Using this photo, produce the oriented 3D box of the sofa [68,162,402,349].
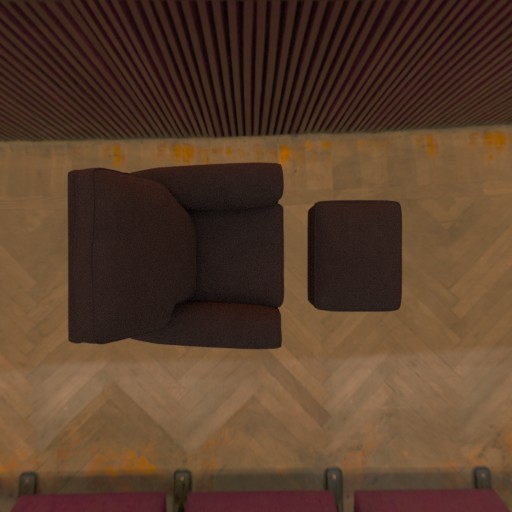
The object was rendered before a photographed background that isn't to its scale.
[{"bbox_3d":[0.000,0.000,2.087,1.478,0.959,0.880,0,91,-1],"label":"sofa"}]
